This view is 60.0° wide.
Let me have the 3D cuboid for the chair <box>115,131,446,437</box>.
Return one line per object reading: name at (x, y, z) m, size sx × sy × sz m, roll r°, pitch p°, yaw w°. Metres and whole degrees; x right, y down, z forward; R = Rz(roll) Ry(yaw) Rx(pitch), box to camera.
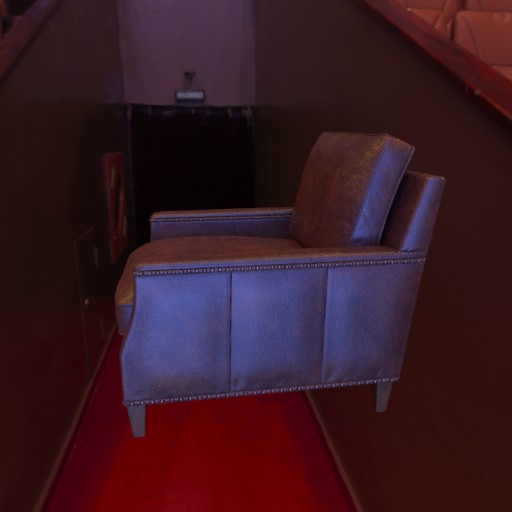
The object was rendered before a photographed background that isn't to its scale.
chair at (0.000, 0.000, 1.724) m, size 1.014 × 0.929 × 0.853 m, roll -3°, pitch 16°, yaw -9°
